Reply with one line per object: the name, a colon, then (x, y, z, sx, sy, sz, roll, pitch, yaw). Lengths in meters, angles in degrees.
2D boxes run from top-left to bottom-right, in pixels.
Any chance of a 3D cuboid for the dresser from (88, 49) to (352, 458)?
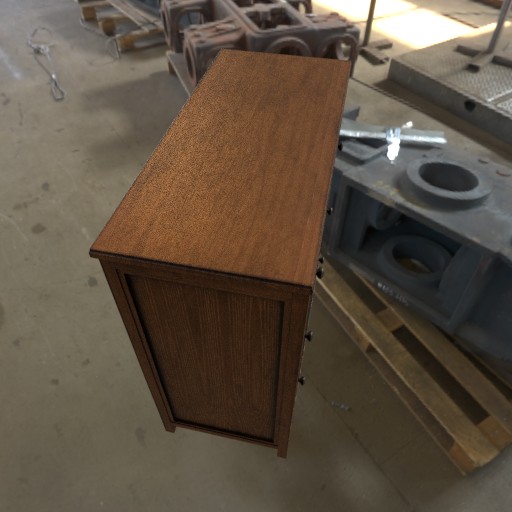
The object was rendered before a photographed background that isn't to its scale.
dresser: (0.000, 0.000, 1.932, 0.591, 1.224, 1.250, 9, 48, 8)
